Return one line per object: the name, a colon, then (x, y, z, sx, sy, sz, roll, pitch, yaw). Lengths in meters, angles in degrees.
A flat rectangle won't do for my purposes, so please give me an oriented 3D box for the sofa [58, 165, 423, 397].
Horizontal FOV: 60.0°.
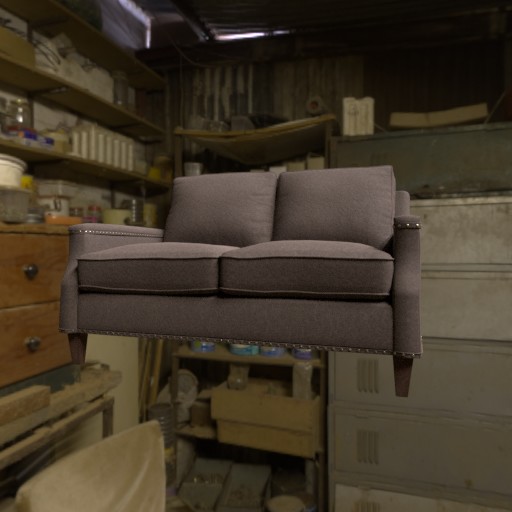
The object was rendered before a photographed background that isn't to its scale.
sofa: (0.000, 0.000, 2.290, 1.597, 1.003, 1.084, 0, 0, 19)
